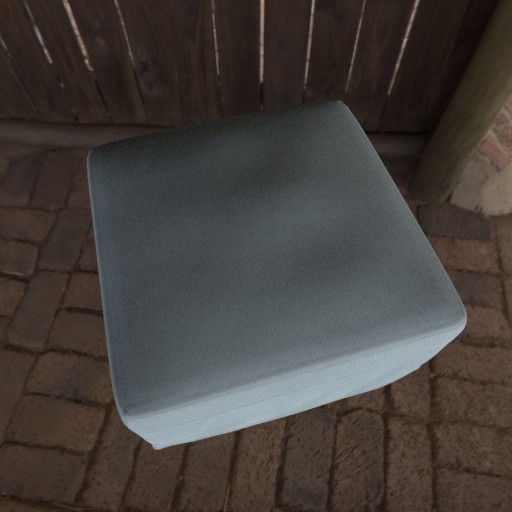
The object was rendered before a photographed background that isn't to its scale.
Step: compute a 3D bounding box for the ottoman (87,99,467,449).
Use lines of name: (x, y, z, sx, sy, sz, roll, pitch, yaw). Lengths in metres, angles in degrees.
ottoman: (0.000, 0.000, 1.312, 0.842, 0.441, 0.843, -14, 59, -8)
